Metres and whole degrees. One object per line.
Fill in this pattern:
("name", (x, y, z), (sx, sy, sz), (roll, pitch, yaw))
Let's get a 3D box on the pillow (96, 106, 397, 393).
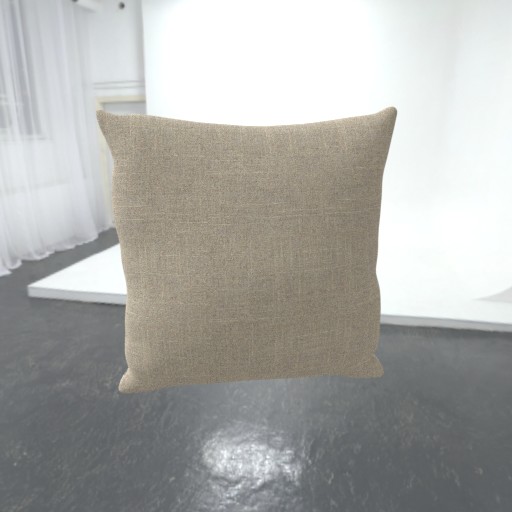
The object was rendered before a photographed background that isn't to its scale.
("pillow", (0.000, 0.000, 0.682), (0.439, 0.440, 0.182), (-2, 15, -8))
